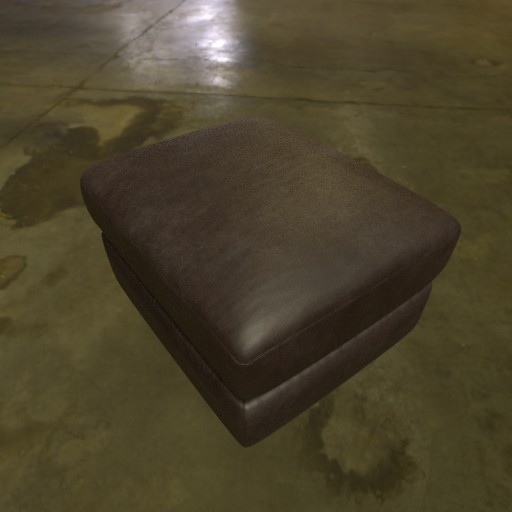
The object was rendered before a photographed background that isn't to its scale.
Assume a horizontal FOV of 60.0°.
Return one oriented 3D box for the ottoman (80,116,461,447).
[{"bbox_3d":[0.000,0.000,1.255,0.670,0.569,0.806,-26,46,-27],"label":"ottoman"}]
